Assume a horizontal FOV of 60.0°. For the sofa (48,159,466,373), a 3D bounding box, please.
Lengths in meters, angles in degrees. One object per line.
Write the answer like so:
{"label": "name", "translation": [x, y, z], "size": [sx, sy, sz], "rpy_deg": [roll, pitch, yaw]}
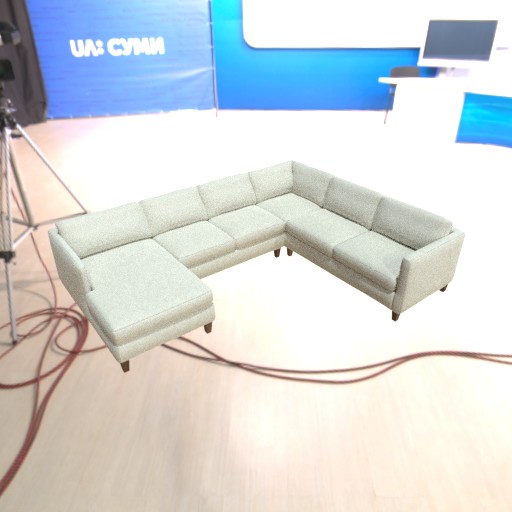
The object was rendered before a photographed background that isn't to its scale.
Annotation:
{"label": "sofa", "translation": [0.000, 0.000, 4.416], "size": [3.238, 0.853, 2.551], "rpy_deg": [-21, 37, -32]}
